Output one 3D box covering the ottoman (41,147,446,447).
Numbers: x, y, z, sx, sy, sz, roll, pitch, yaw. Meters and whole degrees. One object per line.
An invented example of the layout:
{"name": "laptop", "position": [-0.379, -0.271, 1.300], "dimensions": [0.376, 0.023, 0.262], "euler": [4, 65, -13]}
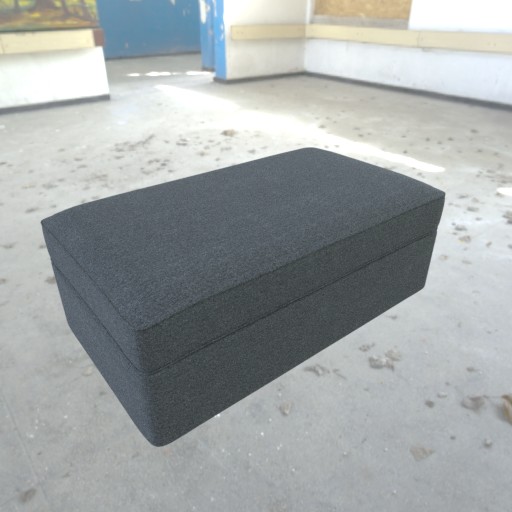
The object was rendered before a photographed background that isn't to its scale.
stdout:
{"name": "ottoman", "position": [0.000, 0.000, 1.527], "dimensions": [1.173, 0.494, 0.681], "euler": [-22, 37, -33]}
